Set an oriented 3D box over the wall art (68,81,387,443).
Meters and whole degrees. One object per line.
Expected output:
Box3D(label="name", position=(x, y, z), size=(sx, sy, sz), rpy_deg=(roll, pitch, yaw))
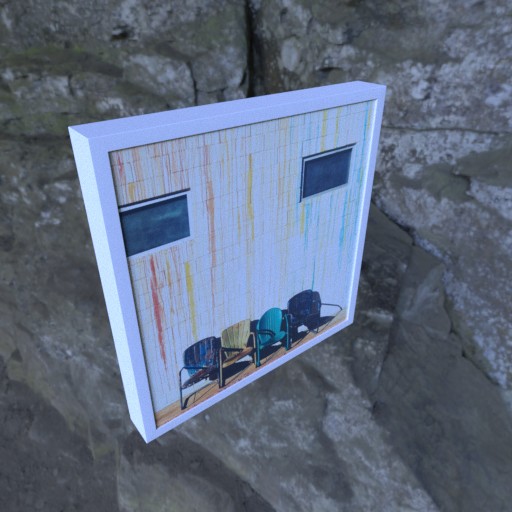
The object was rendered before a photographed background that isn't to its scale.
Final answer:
Box3D(label="wall art", position=(0.000, 0.000, 0.456), size=(0.305, 0.305, 0.038), rpy_deg=(-22, 37, -32))
